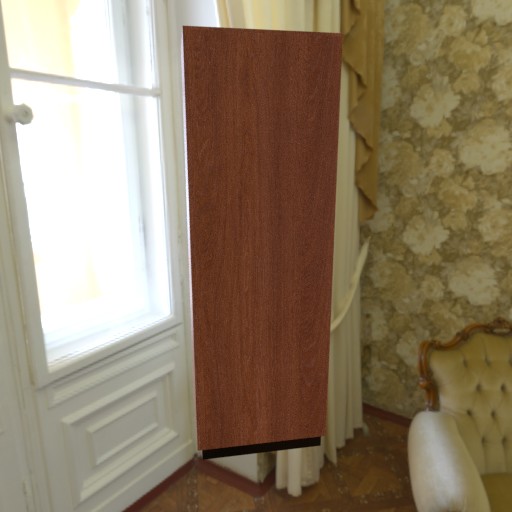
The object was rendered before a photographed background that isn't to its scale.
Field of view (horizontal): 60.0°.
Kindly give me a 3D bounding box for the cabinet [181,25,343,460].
[{"bbox_3d":[0.000,0.000,2.222,0.660,1.980,0.420,-2,14,-10],"label":"cabinet"}]
